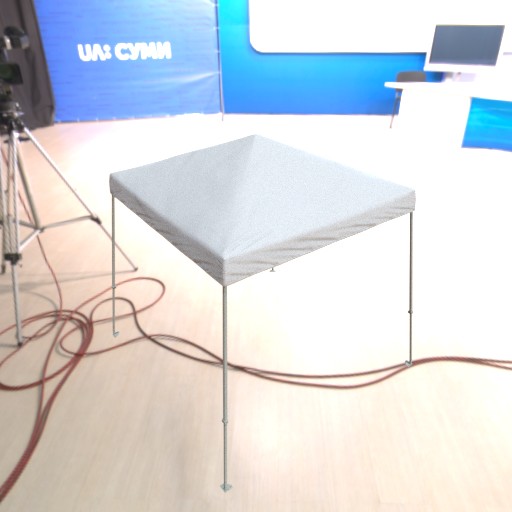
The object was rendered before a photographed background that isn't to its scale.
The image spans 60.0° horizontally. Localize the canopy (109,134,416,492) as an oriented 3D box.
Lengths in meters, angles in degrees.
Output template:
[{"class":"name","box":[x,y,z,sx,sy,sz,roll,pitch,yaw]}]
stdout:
[{"class":"canopy","box":[0.000,0.000,5.187,2.850,2.850,2.849,-20,36,-31]}]
